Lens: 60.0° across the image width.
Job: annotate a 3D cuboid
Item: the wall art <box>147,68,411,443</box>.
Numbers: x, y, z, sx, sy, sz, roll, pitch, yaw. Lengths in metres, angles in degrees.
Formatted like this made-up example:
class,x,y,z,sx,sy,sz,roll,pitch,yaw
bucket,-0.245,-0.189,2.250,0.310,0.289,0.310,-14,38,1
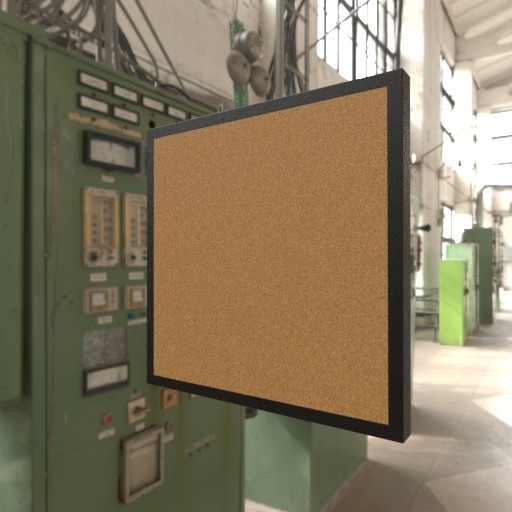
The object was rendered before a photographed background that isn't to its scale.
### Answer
class,x,y,z,sx,sy,sz,roll,pitch,yaw
wall art,0.000,0.000,0.757,0.508,0.508,0.036,0,0,35
